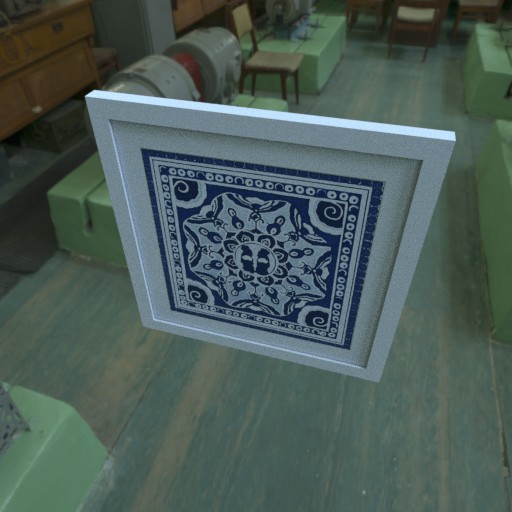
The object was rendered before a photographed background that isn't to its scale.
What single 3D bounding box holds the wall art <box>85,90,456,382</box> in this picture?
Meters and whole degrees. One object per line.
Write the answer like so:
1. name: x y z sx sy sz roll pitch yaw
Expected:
1. wall art: 0.000 0.000 0.838 0.559 0.559 0.028 11 42 12
